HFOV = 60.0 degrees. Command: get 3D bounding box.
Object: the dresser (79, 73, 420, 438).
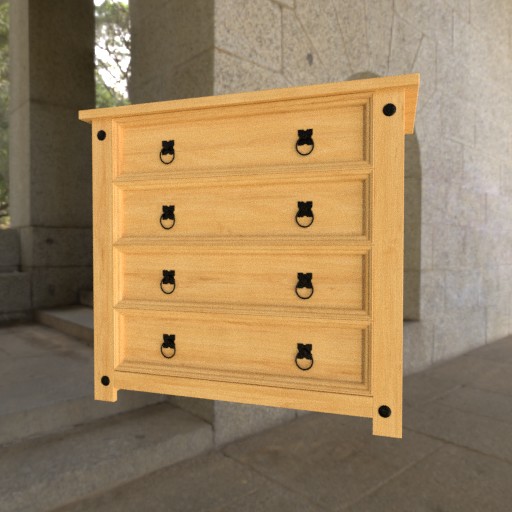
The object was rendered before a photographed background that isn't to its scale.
[{"bbox_3d":[0.000,0.000,1.189,0.800,0.730,0.410,0,2,18],"label":"dresser"}]
